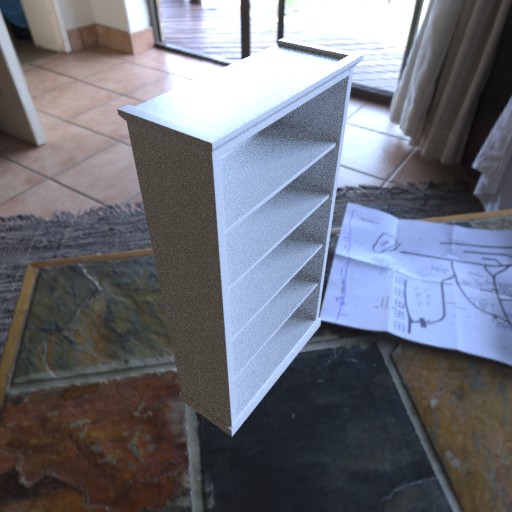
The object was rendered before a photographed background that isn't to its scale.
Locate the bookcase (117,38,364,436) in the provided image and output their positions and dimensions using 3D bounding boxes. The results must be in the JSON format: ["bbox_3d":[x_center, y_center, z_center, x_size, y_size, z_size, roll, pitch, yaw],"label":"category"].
[{"bbox_3d":[0.000,0.000,2.381,0.432,1.880,1.050,26,47,26],"label":"bookcase"}]
